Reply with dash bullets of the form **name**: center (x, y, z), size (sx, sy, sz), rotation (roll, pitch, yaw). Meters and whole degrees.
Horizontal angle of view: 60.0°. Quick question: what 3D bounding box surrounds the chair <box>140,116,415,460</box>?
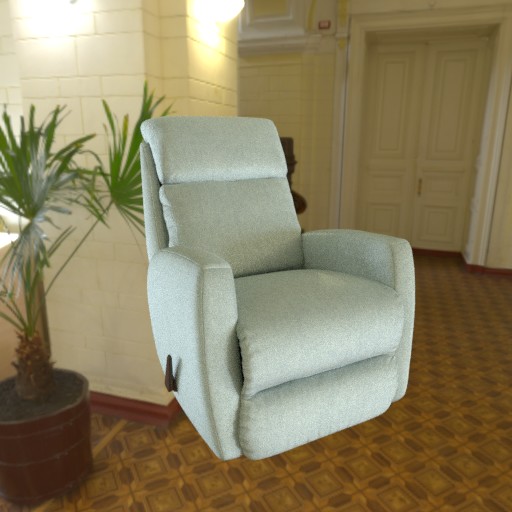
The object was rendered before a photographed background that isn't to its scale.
- **chair**: center (0.000, 0.000, 1.640), size (0.812, 1.013, 0.940), rotation (-8, 17, -27)
